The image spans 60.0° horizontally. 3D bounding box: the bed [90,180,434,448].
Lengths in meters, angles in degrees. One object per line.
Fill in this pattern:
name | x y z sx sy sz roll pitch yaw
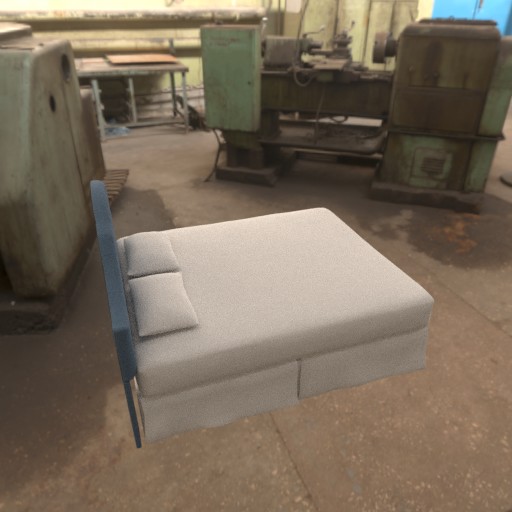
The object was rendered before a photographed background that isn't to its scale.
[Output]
bed | 0.000 0.000 3.883 2.477 1.617 2.039 -10 32 -17
